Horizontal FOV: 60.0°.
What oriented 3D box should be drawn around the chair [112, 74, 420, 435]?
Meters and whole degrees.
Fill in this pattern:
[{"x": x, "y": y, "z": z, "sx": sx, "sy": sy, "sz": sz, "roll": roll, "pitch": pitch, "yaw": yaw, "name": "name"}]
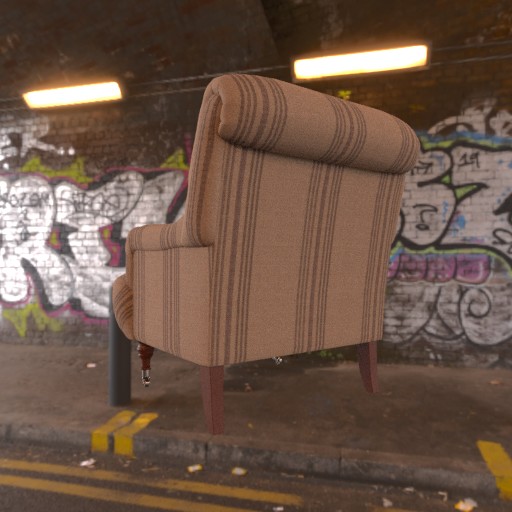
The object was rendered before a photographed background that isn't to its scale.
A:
[{"x": 0.000, "y": 0.000, "z": 1.580, "sx": 0.813, "sy": 0.940, "sz": 0.914, "roll": 0, "pitch": -1, "yaw": -36, "name": "chair"}]
